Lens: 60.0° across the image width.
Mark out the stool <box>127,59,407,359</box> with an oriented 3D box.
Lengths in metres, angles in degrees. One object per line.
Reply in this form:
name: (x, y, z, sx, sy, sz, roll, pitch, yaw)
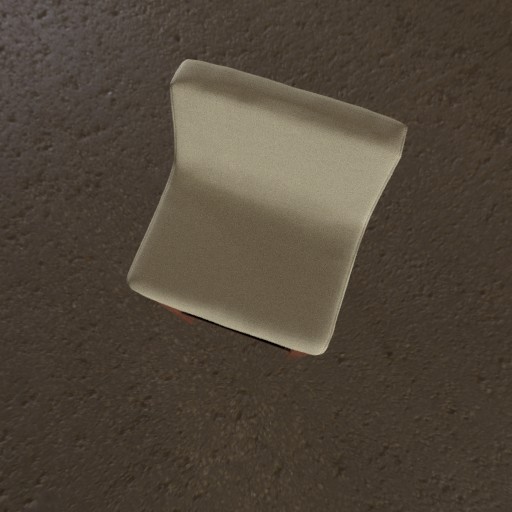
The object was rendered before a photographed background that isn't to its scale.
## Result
stool: (0.000, 0.000, 1.355, 0.511, 1.037, 0.500, 19, 75, 5)
